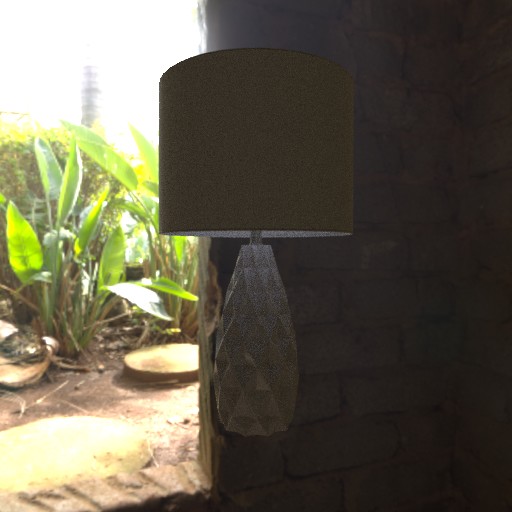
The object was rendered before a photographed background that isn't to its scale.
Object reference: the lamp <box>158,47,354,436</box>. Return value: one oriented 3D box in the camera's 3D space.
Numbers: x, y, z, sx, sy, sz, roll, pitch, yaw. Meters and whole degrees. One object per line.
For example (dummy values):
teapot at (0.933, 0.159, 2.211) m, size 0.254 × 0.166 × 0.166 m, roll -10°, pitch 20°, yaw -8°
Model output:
lamp at (0.000, 0.000, 0.693) m, size 0.297 × 0.522 × 0.297 m, roll 0°, pitch 1°, yaw 0°
